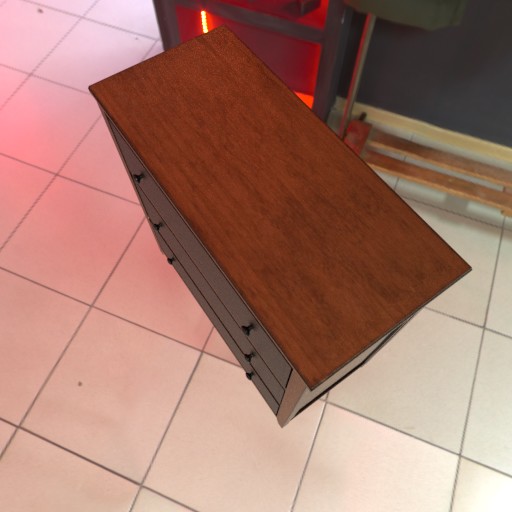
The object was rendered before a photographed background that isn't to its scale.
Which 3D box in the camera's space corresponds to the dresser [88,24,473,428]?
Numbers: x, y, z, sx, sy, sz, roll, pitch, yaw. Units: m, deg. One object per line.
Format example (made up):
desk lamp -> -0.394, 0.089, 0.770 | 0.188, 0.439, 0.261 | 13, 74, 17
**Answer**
dresser -> 0.000, 0.000, 1.921 | 0.591, 1.224, 1.250 | -32, 68, -15
